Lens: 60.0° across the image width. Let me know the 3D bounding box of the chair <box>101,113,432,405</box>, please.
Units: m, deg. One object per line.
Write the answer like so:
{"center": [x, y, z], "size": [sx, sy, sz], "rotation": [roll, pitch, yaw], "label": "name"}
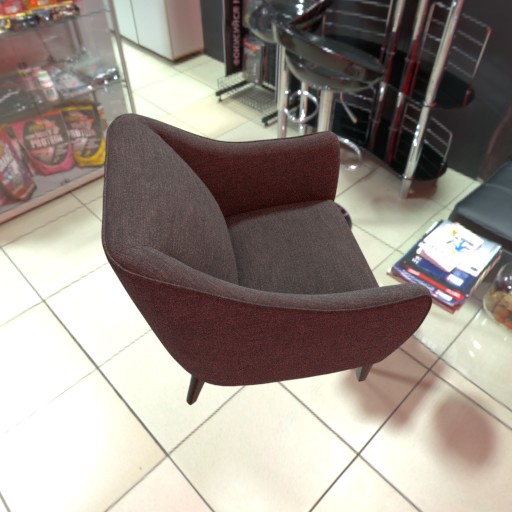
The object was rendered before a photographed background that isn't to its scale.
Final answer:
{"center": [0.000, 0.000, 1.560], "size": [0.851, 0.829, 0.870], "rotation": [-8, 48, -8], "label": "chair"}
